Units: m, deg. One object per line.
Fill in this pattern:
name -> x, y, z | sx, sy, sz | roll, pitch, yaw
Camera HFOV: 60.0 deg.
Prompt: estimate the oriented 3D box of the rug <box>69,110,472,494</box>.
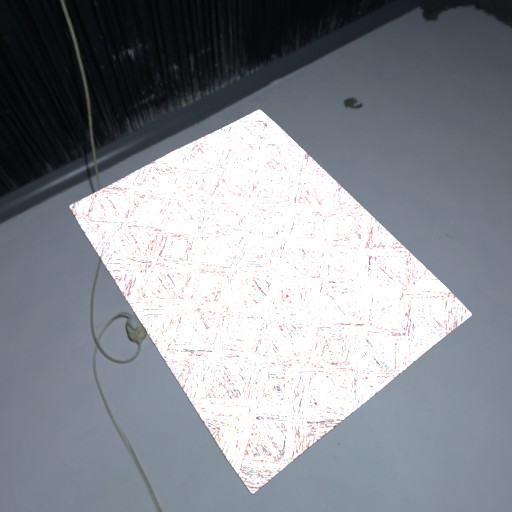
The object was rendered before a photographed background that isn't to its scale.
rug -> 0.000, 0.000, 4.226 | 2.436, 0.024, 3.226 | -32, 65, -17
